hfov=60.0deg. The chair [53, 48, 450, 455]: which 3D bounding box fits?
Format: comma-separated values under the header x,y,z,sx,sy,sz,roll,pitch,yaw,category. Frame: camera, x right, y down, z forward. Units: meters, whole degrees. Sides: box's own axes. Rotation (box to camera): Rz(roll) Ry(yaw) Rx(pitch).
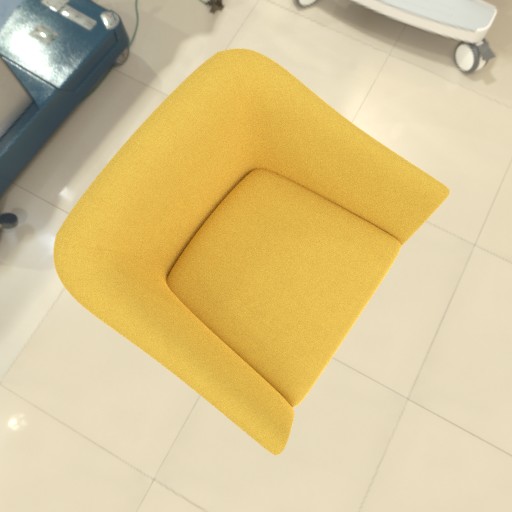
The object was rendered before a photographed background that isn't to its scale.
x,y,z,sx,sy,sz,roll,pitch,yaw,category
0.000,0.000,1.313,0.700,0.720,0.790,35,77,9,chair
